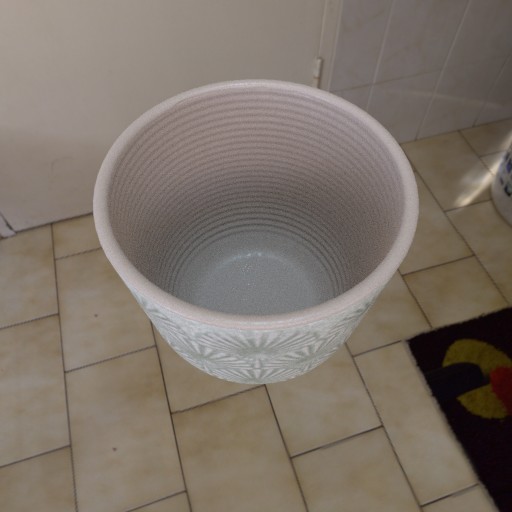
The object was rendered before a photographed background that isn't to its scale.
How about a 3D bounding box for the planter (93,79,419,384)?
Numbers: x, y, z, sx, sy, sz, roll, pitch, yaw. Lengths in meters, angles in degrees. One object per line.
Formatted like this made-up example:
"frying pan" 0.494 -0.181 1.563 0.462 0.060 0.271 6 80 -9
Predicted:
"planter" 0.000 0.000 0.297 0.170 0.152 0.170 0 58 0
